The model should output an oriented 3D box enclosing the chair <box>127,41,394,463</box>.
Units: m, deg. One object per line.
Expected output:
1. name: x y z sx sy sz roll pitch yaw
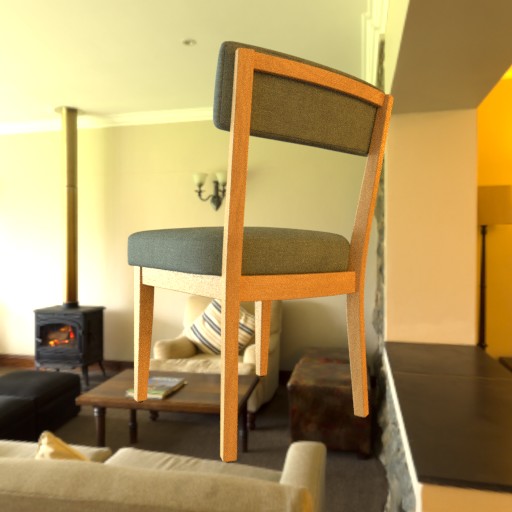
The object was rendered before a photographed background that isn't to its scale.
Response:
1. chair: 0.000 0.000 1.165 0.508 0.832 0.572 -1 1 -36
